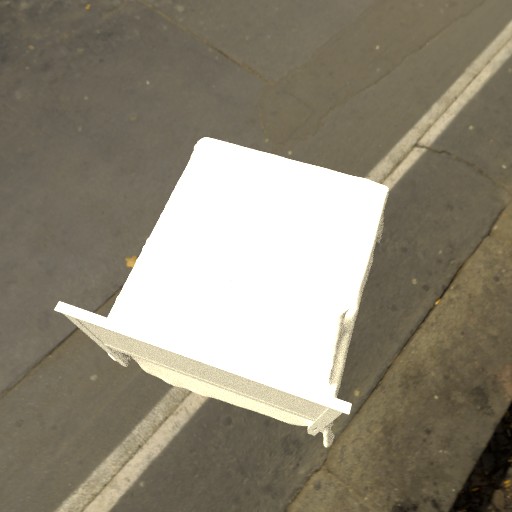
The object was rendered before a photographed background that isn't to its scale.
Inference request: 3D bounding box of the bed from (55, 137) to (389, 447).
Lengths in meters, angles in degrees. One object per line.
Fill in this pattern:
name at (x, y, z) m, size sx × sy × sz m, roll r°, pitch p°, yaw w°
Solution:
bed at (0.000, 0.000, 3.280) m, size 1.876 × 1.269 × 2.047 m, roll 17°, pitch 64°, yaw 9°
